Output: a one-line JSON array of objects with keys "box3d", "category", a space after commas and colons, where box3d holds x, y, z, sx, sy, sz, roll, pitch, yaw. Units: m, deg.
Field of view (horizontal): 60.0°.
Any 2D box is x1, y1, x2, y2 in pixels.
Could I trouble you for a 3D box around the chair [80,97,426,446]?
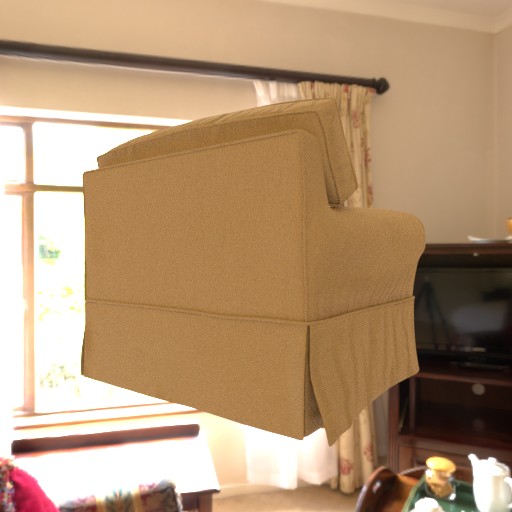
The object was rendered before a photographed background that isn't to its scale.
[{"box3d": [0.000, 0.000, 1.746, 1.096, 0.937, 0.903, 0, 0, 37], "category": "chair"}]
